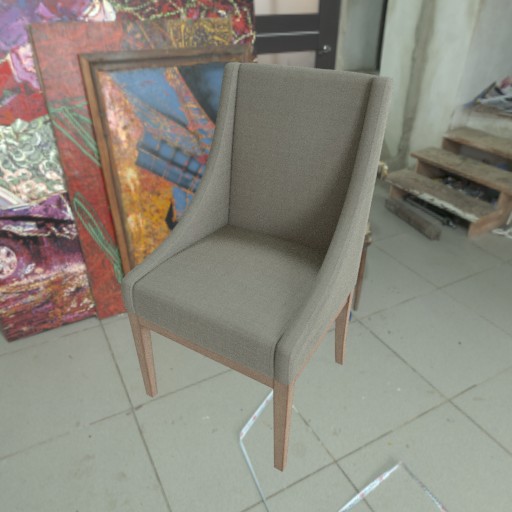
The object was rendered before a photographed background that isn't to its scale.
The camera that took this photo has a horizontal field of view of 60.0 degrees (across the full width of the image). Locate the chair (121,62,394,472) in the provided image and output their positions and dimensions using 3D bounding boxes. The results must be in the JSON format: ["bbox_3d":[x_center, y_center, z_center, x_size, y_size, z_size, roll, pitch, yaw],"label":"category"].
[{"bbox_3d":[0.000,0.000,1.376,0.575,1.021,0.611,18,36,27],"label":"chair"}]
